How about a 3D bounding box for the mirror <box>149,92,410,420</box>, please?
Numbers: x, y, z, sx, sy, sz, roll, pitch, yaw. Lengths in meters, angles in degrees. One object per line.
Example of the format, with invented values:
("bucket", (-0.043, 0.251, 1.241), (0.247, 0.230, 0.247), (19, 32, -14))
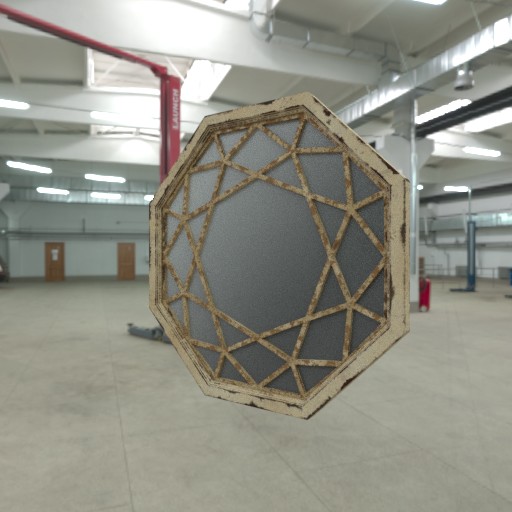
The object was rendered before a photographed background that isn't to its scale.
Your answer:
("mirror", (0.000, 0.000, 0.962), (0.648, 0.648, 0.031), (0, 0, 35))
